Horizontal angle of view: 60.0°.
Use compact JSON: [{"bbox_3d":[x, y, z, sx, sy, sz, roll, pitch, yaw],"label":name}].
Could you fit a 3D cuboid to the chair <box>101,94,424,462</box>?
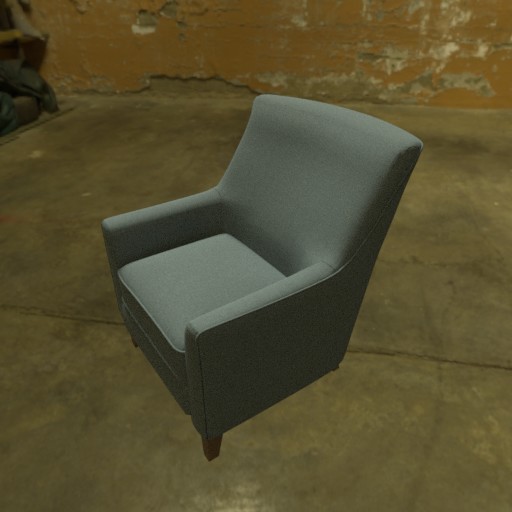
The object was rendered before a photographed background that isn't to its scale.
[{"bbox_3d":[0.000,0.000,1.580,0.879,0.916,0.756,-20,37,-29],"label":"chair"}]
